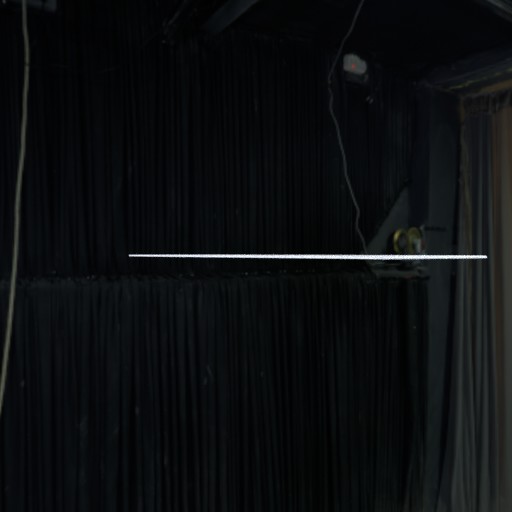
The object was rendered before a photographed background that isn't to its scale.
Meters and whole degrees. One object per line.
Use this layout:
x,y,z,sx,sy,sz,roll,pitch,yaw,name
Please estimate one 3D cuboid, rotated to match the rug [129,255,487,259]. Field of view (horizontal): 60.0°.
0.000,0.000,2.530,0.666,0.011,2.294,0,0,-36,rug
